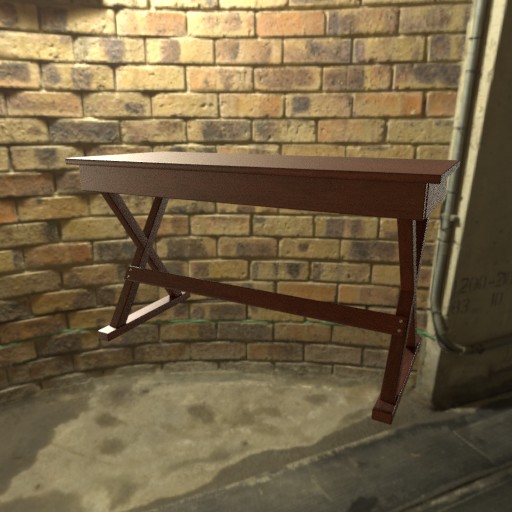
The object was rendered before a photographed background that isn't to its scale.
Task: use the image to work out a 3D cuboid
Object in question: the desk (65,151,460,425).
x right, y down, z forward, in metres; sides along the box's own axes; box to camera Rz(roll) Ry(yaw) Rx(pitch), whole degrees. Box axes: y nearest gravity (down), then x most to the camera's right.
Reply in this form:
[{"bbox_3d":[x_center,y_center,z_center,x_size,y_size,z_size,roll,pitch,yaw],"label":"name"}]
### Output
[{"bbox_3d":[0.000,0.000,1.781,1.372,0.761,0.600,8,18,27],"label":"desk"}]
